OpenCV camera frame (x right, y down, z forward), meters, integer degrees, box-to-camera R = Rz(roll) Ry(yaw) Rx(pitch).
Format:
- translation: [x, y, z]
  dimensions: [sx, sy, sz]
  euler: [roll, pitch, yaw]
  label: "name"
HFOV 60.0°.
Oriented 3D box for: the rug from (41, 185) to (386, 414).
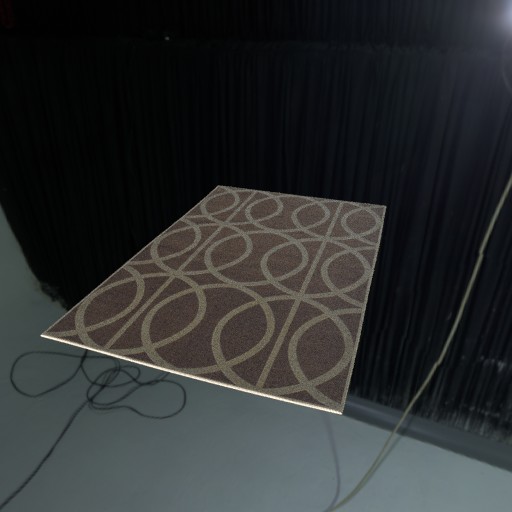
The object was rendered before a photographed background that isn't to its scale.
- translation: [0.000, 0.000, 2.952]
  dimensions: [1.526, 0.014, 2.290]
  euler: [9, 31, 16]
  label: "rug"
